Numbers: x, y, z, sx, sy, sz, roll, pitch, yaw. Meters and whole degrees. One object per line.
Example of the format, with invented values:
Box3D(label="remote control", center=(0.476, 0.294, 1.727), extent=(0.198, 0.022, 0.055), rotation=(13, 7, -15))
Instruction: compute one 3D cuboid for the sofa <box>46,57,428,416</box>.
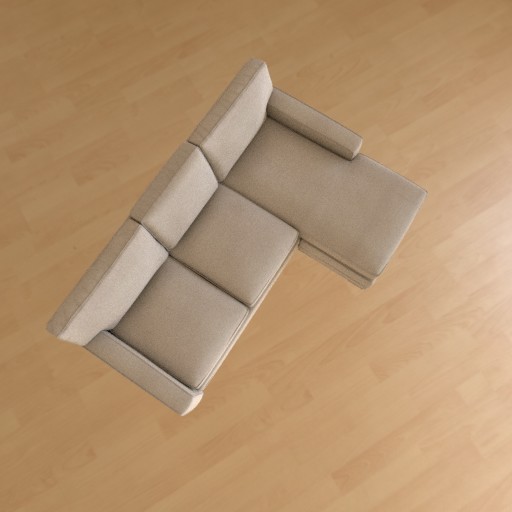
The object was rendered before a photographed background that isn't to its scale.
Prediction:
Box3D(label="sofa", center=(0.000, 0.000, 2.851), extent=(1.496, 0.861, 2.087), rotation=(32, 78, 8))
